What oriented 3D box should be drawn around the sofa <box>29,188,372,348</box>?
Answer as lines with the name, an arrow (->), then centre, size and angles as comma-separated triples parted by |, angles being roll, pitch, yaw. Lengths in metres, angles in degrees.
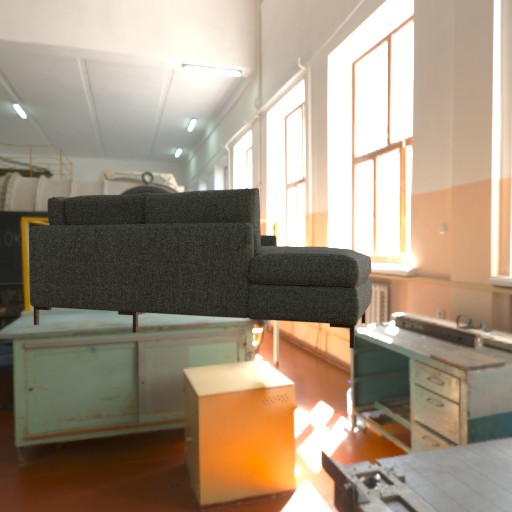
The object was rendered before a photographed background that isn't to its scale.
sofa -> 0.000, 0.000, 3.518 | 1.879, 0.756, 2.737 | 0, 1, 18
